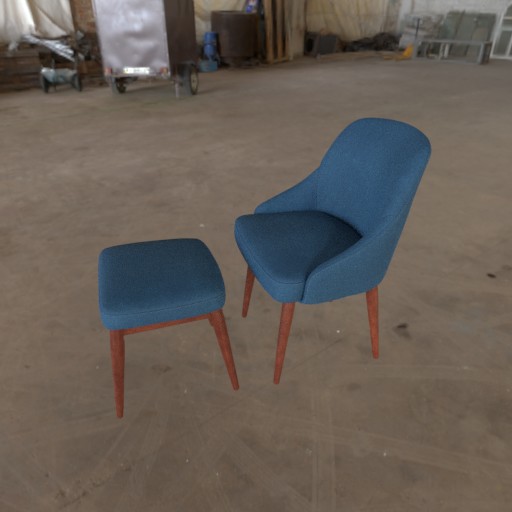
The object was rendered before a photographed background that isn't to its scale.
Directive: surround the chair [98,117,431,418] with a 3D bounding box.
[{"bbox_3d":[0.000,0.000,1.605,1.114,0.866,0.584,-9,31,-15],"label":"chair"}]
